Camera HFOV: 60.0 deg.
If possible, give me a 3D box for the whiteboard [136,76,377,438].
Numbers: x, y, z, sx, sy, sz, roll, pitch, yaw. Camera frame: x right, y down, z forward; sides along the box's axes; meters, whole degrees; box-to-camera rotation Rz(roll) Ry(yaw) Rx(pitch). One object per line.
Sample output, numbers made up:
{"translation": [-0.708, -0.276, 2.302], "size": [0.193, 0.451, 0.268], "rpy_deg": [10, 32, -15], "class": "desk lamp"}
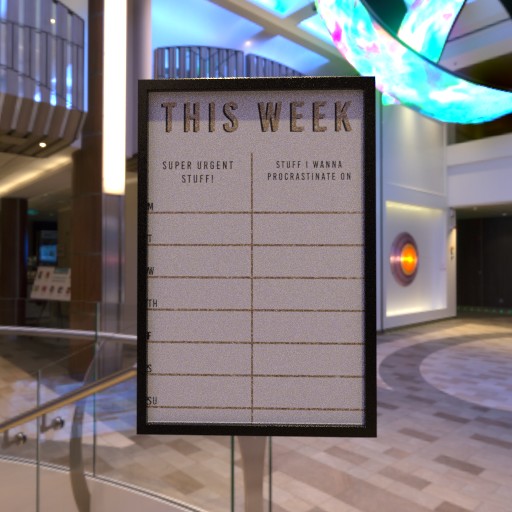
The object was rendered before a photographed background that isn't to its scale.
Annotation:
{"translation": [0.000, 0.000, 0.764], "size": [0.406, 0.611, 0.026], "rpy_deg": [0, -1, 2], "class": "whiteboard"}
